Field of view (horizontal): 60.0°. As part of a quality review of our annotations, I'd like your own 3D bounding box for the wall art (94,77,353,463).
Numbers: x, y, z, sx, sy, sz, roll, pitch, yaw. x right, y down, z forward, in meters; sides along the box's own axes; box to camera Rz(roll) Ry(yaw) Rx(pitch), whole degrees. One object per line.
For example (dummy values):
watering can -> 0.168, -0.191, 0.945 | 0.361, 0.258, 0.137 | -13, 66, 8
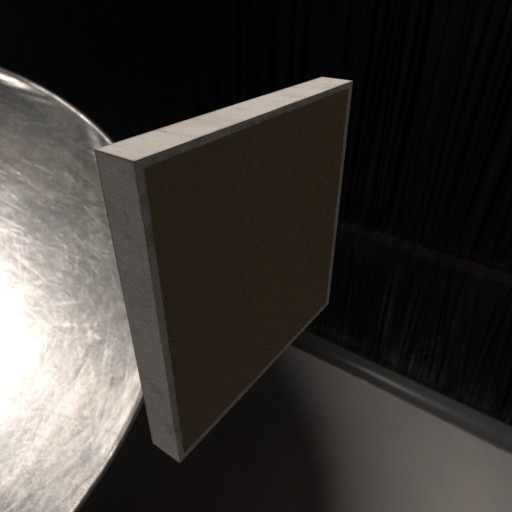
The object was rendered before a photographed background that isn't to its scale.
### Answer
wall art -> 0.000, 0.000, 0.461 | 0.038, 0.303, 0.305 | 21, 38, 30
